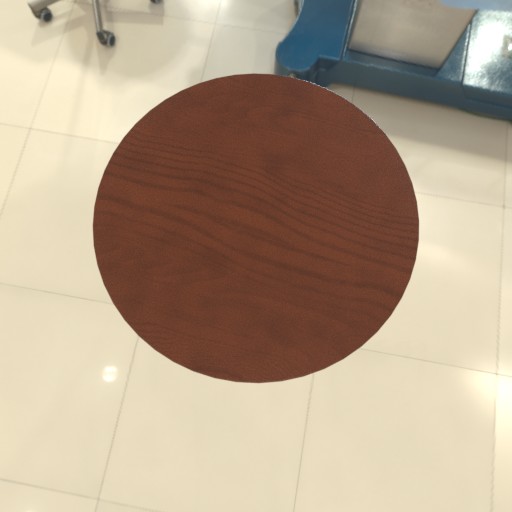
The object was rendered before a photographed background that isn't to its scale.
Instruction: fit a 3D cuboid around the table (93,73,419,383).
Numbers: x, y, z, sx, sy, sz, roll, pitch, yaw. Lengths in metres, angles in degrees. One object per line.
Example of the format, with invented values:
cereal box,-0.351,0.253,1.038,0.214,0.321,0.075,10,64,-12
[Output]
table,0.000,0.000,1.106,0.597,0.612,0.597,0,75,0
